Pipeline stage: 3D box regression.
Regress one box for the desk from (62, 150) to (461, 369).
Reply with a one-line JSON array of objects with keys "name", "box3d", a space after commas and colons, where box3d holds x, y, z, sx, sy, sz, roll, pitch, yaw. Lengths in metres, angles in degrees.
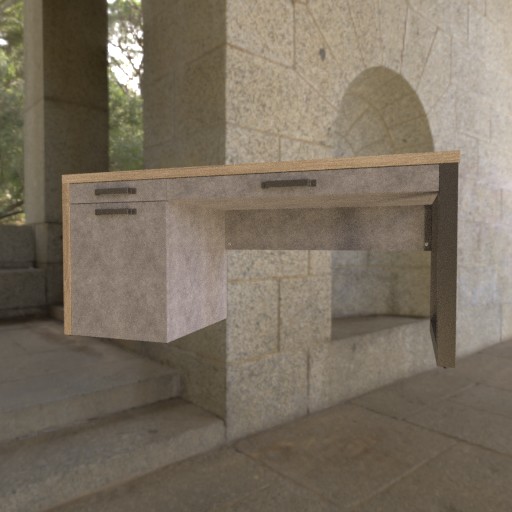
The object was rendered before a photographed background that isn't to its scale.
[{"name": "desk", "box3d": [0.000, 0.000, 2.104, 1.700, 0.760, 0.690, 1, 2, 19]}]
